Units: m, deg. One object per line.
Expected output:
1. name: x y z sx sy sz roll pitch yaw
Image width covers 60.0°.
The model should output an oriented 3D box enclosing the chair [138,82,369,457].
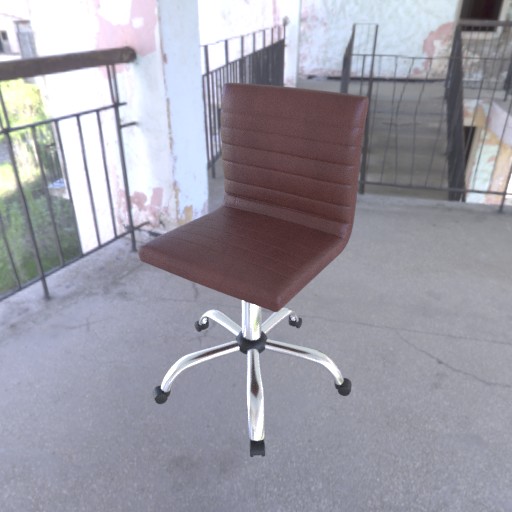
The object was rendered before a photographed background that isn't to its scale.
1. chair: 0.000 0.000 1.137 0.556 0.780 0.530 18 34 28
